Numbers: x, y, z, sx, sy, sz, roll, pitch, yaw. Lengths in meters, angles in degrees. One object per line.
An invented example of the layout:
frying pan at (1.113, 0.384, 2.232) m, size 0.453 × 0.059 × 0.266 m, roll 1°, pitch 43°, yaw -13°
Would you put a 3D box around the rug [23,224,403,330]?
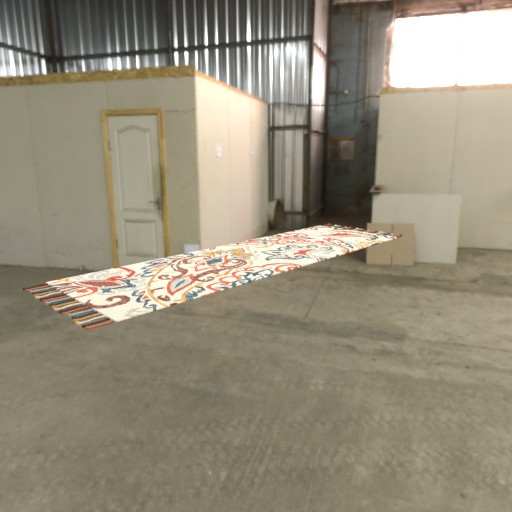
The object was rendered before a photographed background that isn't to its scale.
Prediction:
rug at (0.000, 0.000, 2.953) m, size 0.763 × 0.015 × 2.682 m, roll 13°, pitch 19°, yaw 43°
